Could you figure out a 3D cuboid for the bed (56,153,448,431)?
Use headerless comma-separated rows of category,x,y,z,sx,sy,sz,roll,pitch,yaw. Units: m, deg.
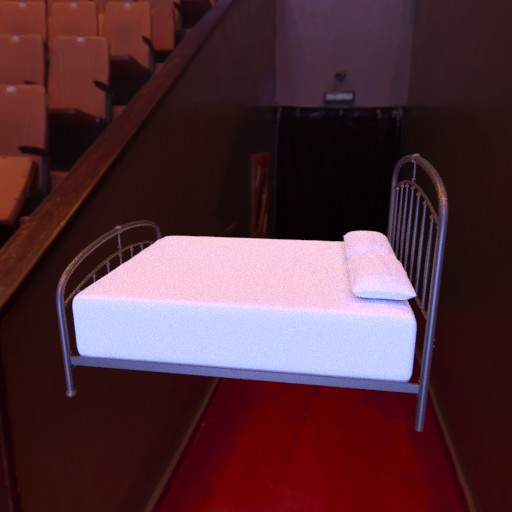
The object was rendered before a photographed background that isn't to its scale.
bed,0.000,0.000,3.233,2.168,1.475,1.711,2,16,8
